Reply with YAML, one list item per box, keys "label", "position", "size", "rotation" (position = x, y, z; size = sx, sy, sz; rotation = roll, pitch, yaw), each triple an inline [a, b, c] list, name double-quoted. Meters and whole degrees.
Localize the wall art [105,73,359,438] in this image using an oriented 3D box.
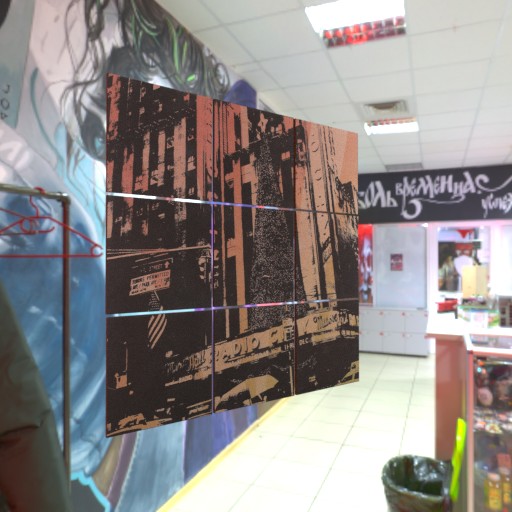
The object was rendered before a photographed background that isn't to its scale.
- label: "wall art"
  position: [0.000, 0.000, 2.289]
  size: [1.527, 1.521, 0.017]
  rotation: [1, -1, -35]
